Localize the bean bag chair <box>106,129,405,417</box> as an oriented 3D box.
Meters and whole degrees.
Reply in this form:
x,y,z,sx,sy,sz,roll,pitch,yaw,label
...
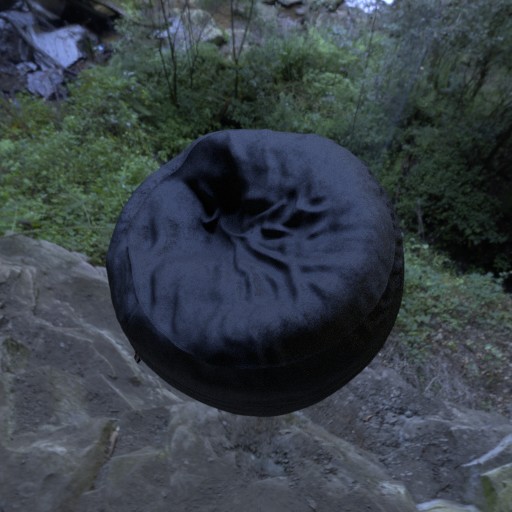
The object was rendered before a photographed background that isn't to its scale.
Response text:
x,y,z,sx,sy,sz,roll,pitch,yaw,label
0.000,0.000,2.300,1.525,0.751,1.525,0,63,0,bean bag chair
